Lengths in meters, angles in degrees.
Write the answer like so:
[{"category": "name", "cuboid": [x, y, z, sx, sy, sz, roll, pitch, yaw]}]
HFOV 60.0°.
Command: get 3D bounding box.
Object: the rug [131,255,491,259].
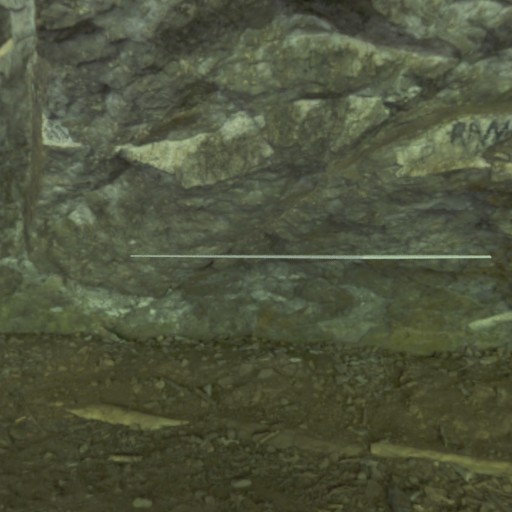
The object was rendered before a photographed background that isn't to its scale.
[{"category": "rug", "cuboid": [0.000, 0.000, 2.654, 0.759, 0.012, 2.430, 0, 0, -33]}]
